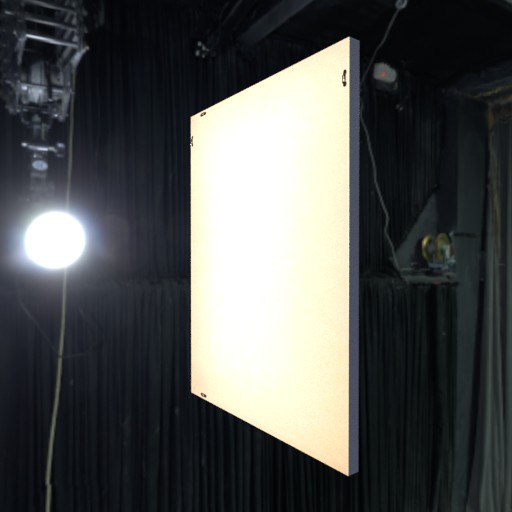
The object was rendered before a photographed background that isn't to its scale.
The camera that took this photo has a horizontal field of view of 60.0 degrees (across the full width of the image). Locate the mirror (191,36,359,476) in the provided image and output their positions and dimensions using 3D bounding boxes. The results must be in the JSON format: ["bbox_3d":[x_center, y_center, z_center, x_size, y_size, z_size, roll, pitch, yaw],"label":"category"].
[{"bbox_3d":[0.000,0.000,1.339,0.040,1.016,0.762,0,1,-37],"label":"mirror"}]
